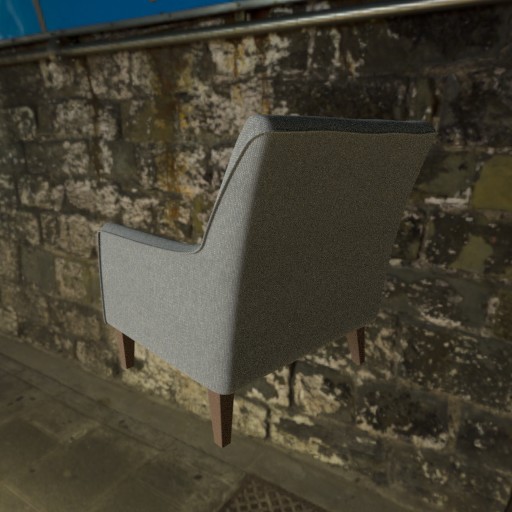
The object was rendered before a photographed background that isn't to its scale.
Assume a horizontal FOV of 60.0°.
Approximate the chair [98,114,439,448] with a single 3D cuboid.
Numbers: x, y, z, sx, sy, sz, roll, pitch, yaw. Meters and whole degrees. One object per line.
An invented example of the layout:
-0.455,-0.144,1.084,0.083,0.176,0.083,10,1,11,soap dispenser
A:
0.000,0.000,1.576,0.780,0.919,0.899,-14,21,-41,chair
